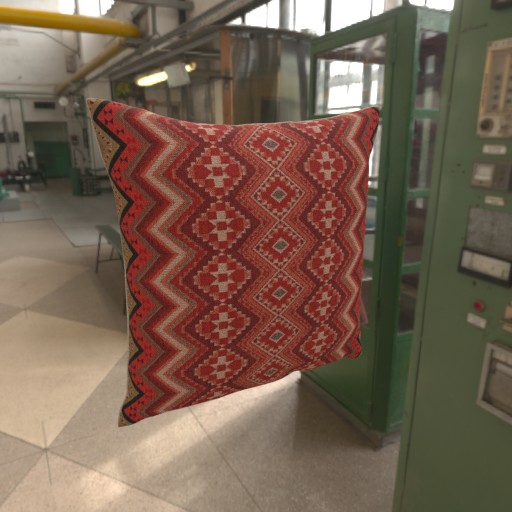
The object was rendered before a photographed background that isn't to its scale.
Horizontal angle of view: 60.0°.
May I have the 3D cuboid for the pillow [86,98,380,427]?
[{"bbox_3d":[0.000,0.000,0.772,0.513,0.511,0.158,-8,17,-27],"label":"pillow"}]
